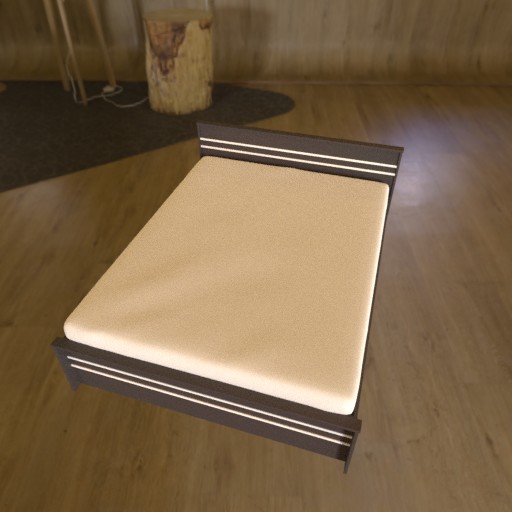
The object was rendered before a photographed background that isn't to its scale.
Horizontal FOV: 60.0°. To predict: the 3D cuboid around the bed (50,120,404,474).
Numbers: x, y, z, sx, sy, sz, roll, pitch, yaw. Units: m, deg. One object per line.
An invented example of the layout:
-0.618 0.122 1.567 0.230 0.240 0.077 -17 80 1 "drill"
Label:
0.000 0.000 2.950 1.634 0.808 2.103 11 42 13 "bed"
